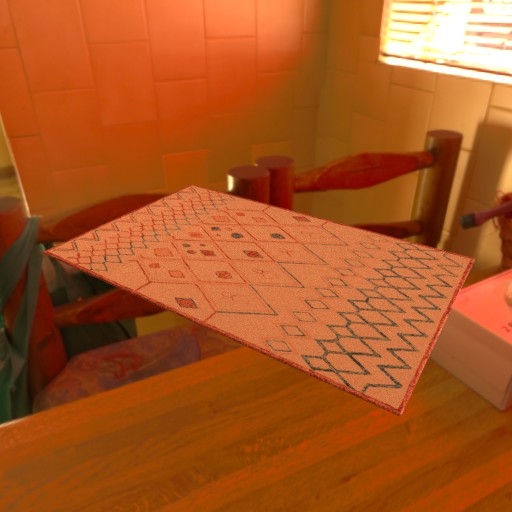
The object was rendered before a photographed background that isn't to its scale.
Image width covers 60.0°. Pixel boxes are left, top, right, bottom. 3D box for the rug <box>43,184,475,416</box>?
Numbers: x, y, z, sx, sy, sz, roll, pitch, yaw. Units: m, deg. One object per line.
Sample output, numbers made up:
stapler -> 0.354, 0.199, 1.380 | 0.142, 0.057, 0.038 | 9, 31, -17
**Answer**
rug -> 0.000, 0.000, 2.946 | 2.438, 0.015, 1.524 | 18, 35, 29
